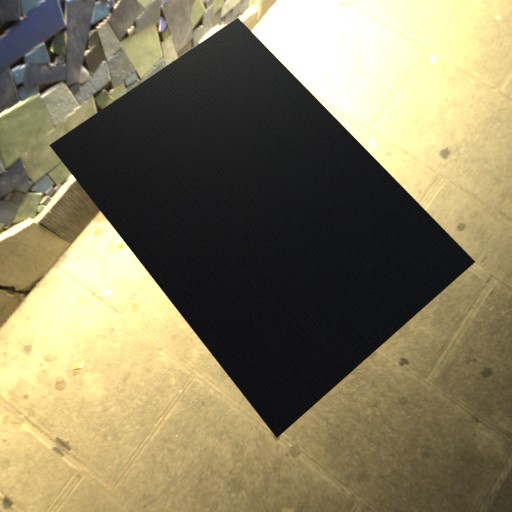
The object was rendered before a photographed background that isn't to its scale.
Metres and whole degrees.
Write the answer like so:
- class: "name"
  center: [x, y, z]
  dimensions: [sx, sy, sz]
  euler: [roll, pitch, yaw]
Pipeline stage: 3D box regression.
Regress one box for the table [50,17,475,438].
- class: "table"
  center: [0.000, 0.000, 1.057]
  dimensions: [0.408, 0.711, 0.589]
  euler: [-38, 79, -9]
